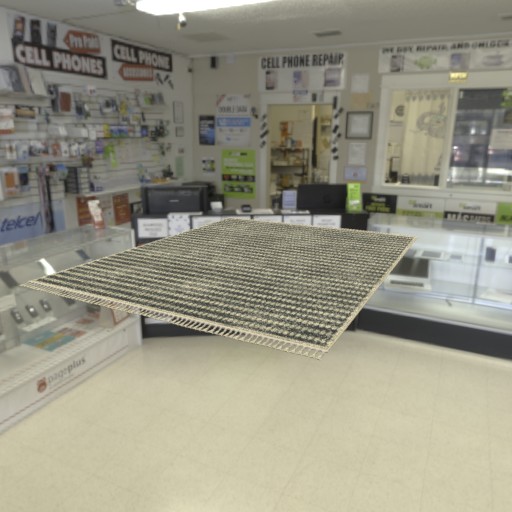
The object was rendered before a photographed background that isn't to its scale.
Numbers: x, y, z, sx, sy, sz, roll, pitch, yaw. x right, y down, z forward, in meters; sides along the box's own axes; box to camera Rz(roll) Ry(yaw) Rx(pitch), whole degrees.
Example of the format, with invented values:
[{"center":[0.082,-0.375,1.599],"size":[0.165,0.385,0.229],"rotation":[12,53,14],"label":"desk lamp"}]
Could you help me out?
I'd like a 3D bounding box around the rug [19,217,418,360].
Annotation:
[{"center":[0.000,0.000,3.846],"size":[2.256,0.013,2.910],"rotation":[8,18,27],"label":"rug"}]
